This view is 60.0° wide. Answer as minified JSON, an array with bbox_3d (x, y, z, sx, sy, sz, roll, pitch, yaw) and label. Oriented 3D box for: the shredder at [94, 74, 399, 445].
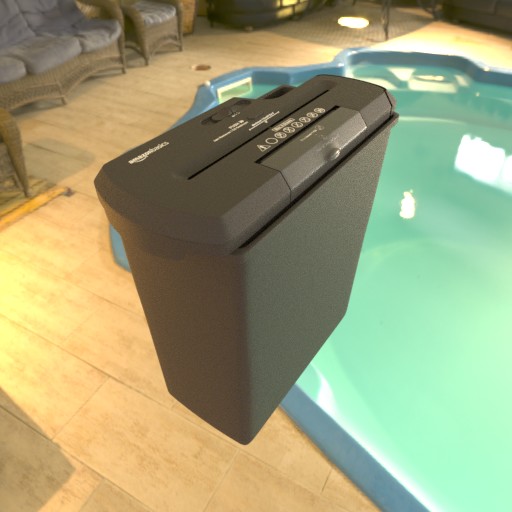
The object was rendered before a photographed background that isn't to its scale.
[{"bbox_3d":[0.000,0.000,0.503,0.170,0.335,0.320,25,47,26],"label":"shredder"}]
